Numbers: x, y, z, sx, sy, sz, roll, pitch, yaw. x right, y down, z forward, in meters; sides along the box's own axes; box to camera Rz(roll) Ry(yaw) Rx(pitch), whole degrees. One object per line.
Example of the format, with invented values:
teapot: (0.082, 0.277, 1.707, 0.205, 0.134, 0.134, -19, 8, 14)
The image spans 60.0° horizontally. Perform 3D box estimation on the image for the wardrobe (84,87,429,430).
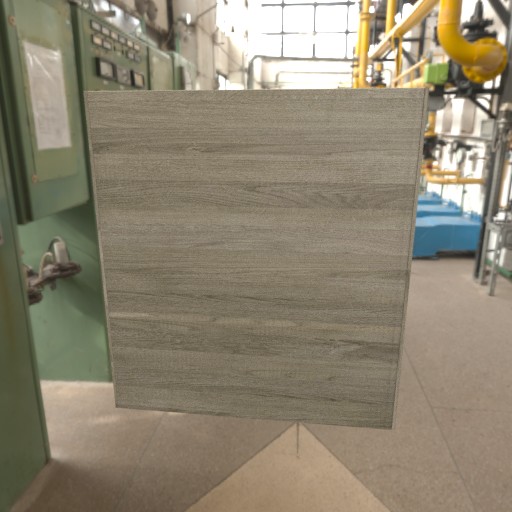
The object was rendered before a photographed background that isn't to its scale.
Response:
wardrobe: (0.000, 0.000, 2.830, 1.780, 1.960, 0.629, 2, 16, 7)
